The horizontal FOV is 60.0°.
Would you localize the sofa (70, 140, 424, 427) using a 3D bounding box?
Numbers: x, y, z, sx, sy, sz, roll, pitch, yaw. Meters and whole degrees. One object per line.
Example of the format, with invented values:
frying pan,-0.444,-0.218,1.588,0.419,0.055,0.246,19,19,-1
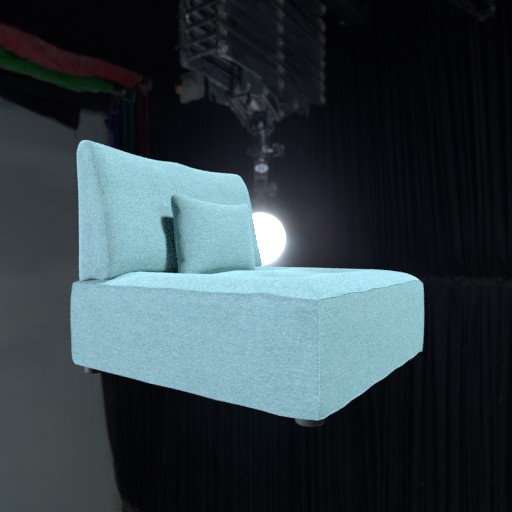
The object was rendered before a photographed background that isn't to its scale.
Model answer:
sofa,0.000,0.000,1.680,1.000,0.820,0.930,0,1,35
